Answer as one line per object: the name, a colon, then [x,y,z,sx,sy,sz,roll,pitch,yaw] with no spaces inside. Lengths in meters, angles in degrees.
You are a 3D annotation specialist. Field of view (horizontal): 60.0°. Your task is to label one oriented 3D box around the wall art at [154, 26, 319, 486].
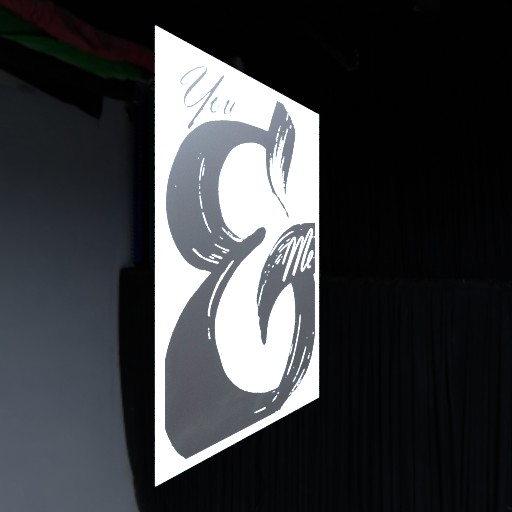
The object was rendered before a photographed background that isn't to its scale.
wall art: [0.000,0.000,0.773,0.003,0.609,0.457,0,0,36]
